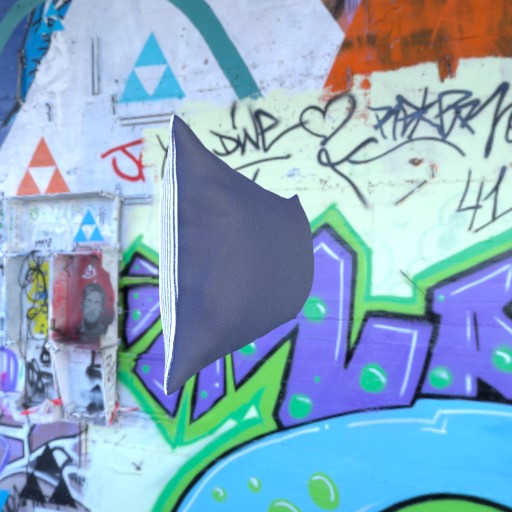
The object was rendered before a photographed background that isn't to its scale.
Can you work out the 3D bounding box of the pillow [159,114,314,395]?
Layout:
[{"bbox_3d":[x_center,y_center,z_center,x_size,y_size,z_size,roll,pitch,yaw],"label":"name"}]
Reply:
[{"bbox_3d":[0.000,0.000,0.727,0.151,0.287,0.610,0,0,17],"label":"pillow"}]
